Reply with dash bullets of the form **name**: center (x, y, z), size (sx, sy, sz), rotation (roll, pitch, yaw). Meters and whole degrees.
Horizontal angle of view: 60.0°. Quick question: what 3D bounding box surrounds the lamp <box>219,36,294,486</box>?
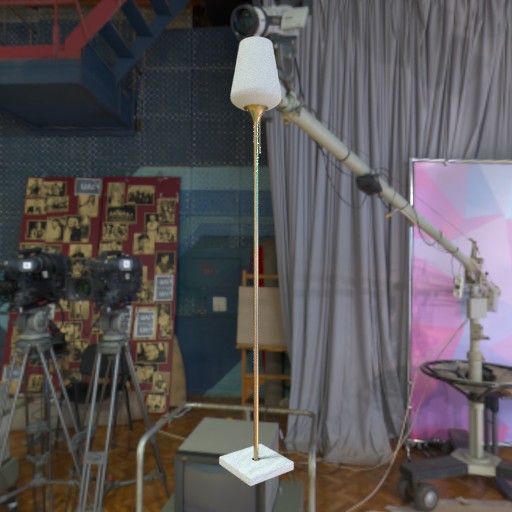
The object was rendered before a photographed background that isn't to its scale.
- **lamp**: center (0.000, 0.000, 1.903), size (0.229, 1.813, 0.232), rotation (0, 0, -37)
